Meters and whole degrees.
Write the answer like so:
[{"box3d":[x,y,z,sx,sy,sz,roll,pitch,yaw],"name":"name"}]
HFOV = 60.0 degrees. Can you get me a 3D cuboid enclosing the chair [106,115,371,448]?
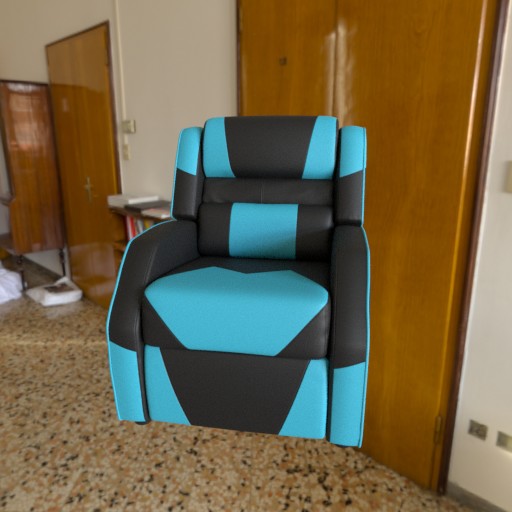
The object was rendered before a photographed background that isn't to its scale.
[{"box3d":[0.000,0.000,1.280,0.620,0.805,0.672,3,15,10],"name":"chair"}]
